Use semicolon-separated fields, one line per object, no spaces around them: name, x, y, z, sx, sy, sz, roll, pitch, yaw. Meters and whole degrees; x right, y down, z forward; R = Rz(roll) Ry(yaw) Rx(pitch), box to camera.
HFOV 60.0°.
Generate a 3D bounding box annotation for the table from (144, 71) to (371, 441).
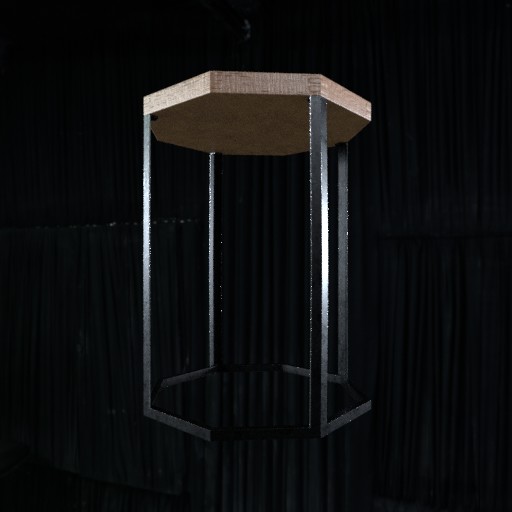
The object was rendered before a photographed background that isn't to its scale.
table;0.000;0.000;0.869;0.437;0.553;0.437;0;0;18
